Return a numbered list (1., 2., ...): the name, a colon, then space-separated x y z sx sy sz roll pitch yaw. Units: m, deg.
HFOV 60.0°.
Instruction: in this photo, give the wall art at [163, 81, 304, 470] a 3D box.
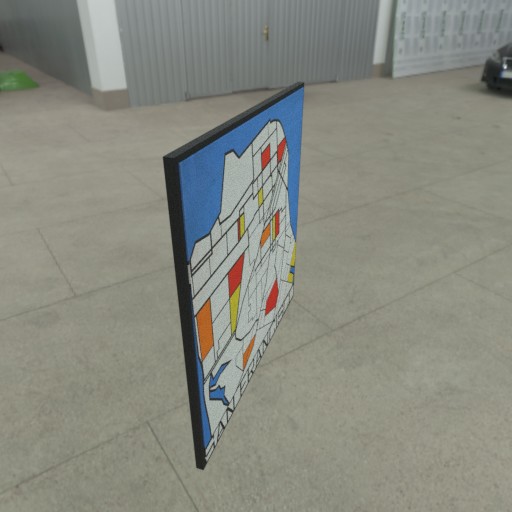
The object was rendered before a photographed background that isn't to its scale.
1. wall art: 0.000 0.000 0.706 0.013 0.457 0.458 11 32 18
